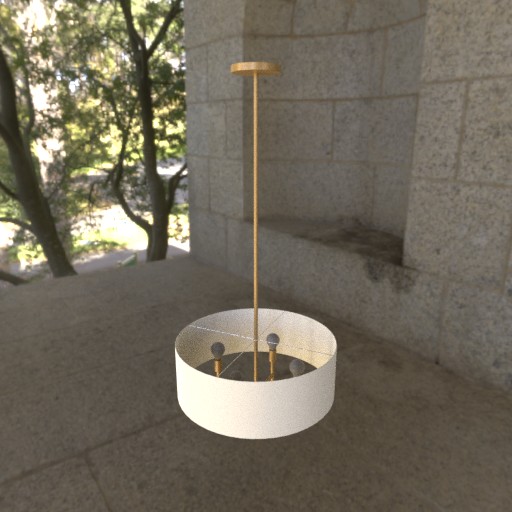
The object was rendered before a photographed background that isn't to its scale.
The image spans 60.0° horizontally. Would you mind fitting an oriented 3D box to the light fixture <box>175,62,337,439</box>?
[{"bbox_3d":[0.000,0.000,1.339,0.508,1.067,0.508,0,16,0],"label":"light fixture"}]
